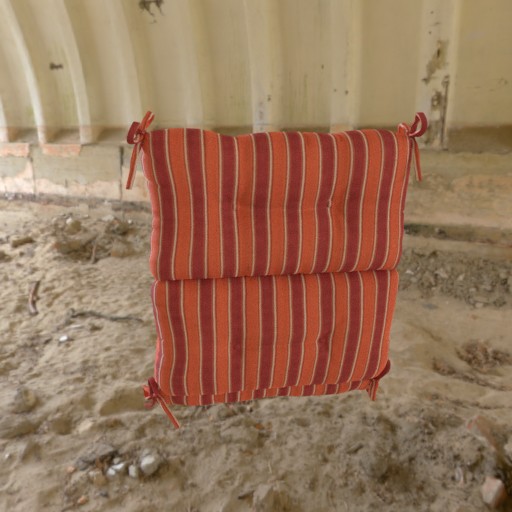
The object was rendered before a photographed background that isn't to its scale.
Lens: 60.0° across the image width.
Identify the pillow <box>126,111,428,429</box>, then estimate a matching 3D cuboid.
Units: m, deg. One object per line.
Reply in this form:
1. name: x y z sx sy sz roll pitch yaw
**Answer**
1. pillow: 0.000 0.000 1.016 0.519 0.605 0.571 -2 15 -9
